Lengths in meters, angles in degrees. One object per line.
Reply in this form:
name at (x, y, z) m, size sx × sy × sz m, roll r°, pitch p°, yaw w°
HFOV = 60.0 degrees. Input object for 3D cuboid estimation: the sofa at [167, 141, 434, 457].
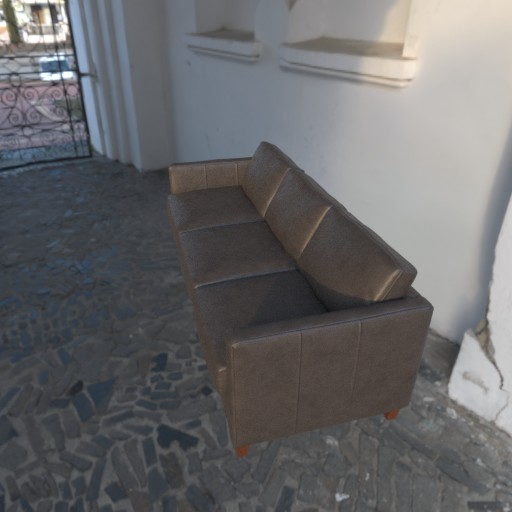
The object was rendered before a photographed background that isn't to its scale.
sofa at (0.000, 0.000, 3.085) m, size 1.045 × 1.006 × 2.464 m, roll -8°, pitch 31°, yaw -14°
